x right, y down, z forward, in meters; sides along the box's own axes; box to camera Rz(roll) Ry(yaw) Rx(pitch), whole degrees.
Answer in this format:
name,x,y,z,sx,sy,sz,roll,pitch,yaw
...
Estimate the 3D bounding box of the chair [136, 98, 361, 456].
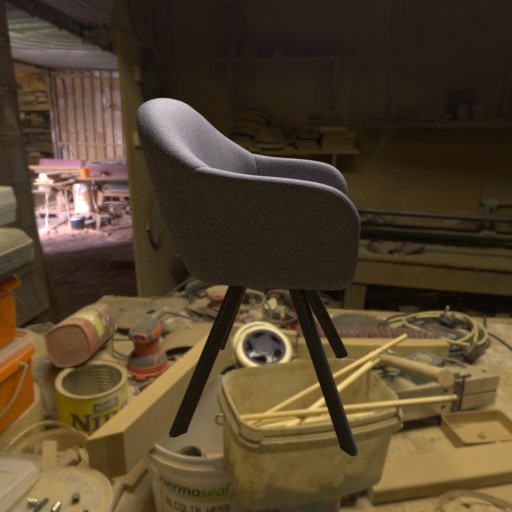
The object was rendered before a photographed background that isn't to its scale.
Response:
name,x,y,z,sx,sy,sz,roll,pitch,yaw
chair,0.000,0.000,1.179,0.550,0.795,0.590,2,16,8
